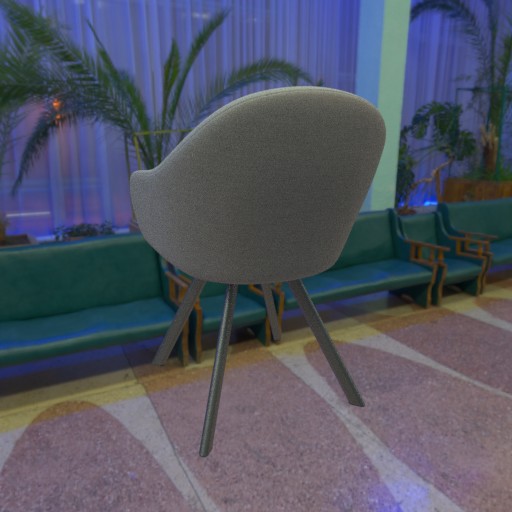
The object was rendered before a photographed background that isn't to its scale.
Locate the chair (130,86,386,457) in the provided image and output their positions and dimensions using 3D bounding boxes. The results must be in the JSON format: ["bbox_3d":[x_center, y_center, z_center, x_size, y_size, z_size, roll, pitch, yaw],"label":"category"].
[{"bbox_3d":[0.000,0.000,1.153,0.540,0.780,0.570,-7,16,-25],"label":"chair"}]
